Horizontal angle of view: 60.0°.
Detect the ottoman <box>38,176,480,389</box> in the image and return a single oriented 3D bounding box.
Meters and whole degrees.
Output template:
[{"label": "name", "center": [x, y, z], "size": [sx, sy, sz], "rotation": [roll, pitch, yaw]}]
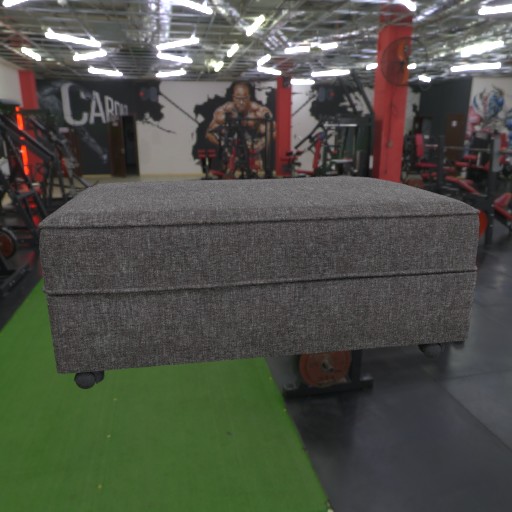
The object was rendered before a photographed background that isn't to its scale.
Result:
[{"label": "ottoman", "center": [0.000, 0.000, 1.491], "size": [1.184, 0.487, 0.717], "rotation": [-3, 17, -9]}]
